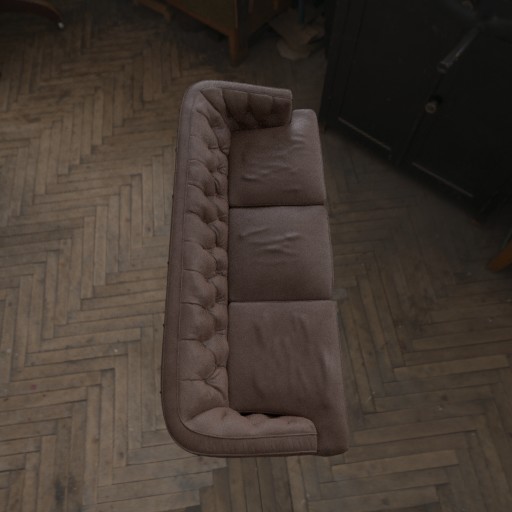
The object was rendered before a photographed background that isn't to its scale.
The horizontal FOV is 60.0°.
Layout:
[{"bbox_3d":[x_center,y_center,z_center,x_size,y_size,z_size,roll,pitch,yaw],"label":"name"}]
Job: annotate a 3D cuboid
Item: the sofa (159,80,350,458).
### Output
[{"bbox_3d":[0.000,0.000,2.681,0.927,0.787,2.227,-1,64,-1],"label":"sofa"}]
